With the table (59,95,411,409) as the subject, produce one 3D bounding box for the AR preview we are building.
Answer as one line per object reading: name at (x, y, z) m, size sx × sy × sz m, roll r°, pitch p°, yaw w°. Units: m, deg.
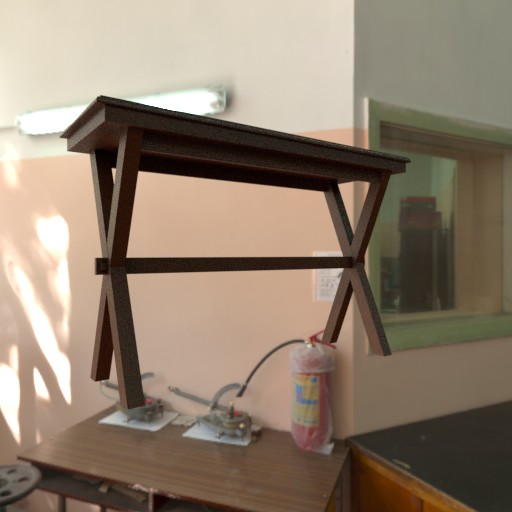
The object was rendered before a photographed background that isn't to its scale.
table at (0.000, 0.000, 1.547) m, size 1.197 × 0.763 × 0.399 m, roll 0°, pitch 0°, yaw -35°
